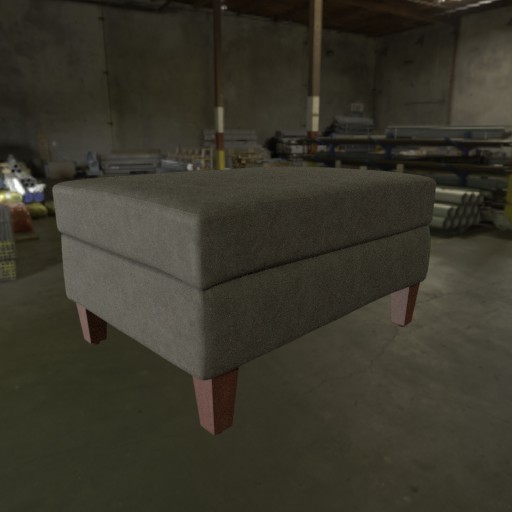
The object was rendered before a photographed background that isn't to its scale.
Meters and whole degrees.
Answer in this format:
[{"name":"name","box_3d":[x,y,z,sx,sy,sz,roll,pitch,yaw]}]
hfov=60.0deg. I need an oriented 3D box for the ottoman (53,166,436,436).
[{"name":"ottoman","box_3d":[0.000,0.000,1.223,0.839,0.464,0.639,-14,20,-42]}]
